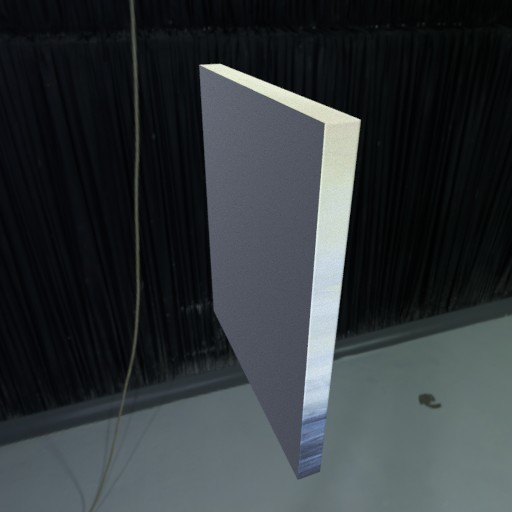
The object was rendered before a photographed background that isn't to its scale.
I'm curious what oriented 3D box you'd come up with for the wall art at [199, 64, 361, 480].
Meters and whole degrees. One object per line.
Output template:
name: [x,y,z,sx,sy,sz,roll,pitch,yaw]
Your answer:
wall art: [0.000,0.000,0.699,0.037,0.511,0.435,-11,32,-18]
